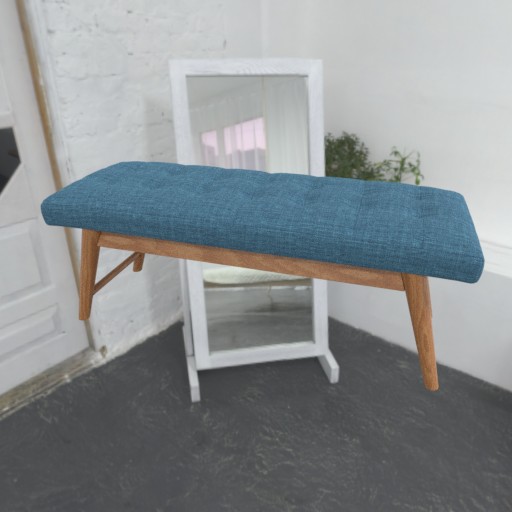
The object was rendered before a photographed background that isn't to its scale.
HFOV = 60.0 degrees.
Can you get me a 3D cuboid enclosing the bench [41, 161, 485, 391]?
[{"bbox_3d":[0.000,0.000,1.308,1.118,0.432,0.406,8,28,15],"label":"bench"}]
